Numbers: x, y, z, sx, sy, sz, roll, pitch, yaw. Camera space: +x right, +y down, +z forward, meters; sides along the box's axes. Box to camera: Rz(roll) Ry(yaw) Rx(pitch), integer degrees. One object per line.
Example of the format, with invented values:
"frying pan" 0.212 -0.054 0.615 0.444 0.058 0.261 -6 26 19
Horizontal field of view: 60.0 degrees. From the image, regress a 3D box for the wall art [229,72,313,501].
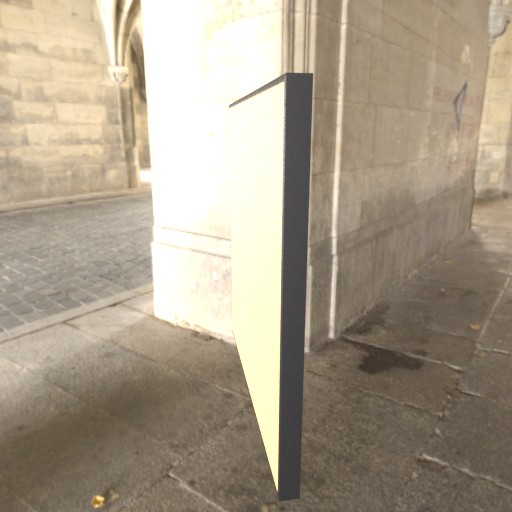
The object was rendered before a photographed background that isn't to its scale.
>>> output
"wall art" 0.000 0.000 1.117 0.042 0.766 0.769 -3 16 -9
